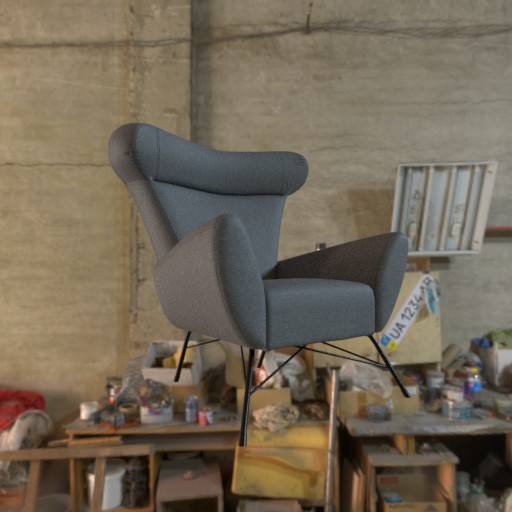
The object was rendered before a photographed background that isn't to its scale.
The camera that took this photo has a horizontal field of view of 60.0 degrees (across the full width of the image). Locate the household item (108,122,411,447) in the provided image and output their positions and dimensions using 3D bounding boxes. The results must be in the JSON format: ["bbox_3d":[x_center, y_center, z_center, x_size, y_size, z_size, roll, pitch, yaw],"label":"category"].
[{"bbox_3d":[0.000,0.000,1.781,0.980,1.050,0.900,1,-2,-36],"label":"household item"}]
